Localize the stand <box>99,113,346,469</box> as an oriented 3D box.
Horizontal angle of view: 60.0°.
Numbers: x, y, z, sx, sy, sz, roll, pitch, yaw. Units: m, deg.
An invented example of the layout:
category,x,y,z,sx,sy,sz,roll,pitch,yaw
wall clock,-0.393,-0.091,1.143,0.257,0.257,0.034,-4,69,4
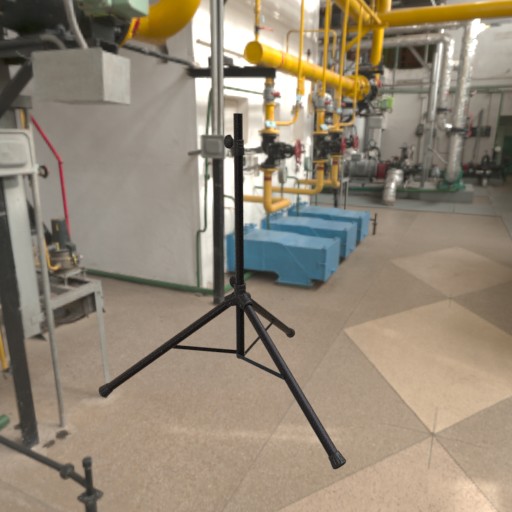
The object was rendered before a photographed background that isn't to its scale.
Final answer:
category,x,y,z,sx,sy,sz,roll,pitch,yaw
stand,0.000,0.000,1.868,1.045,1.136,0.907,8,18,25
